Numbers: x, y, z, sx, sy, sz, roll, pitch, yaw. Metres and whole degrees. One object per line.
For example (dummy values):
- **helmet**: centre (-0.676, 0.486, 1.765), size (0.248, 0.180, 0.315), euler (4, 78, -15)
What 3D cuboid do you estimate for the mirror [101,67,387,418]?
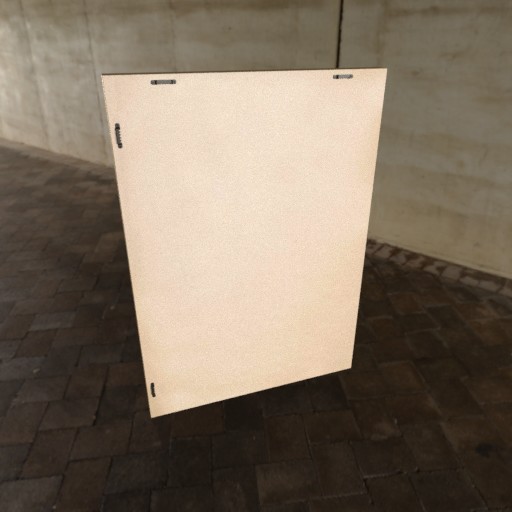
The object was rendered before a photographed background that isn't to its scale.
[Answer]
- **mirror**: centre (0.000, 0.000, 0.919), size (0.507, 0.710, 0.040), euler (-9, 28, -17)
